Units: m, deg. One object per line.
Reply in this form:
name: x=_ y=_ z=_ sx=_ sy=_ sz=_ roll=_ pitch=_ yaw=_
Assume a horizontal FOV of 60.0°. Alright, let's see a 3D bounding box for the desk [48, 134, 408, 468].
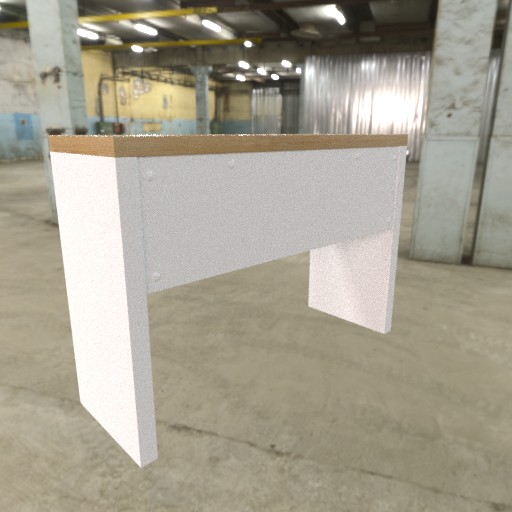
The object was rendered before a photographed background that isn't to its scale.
desk: x=0.000 y=0.000 z=1.440 sx=1.100 sy=0.760 sz=0.390 roll=-14 pitch=21 yaw=-41
